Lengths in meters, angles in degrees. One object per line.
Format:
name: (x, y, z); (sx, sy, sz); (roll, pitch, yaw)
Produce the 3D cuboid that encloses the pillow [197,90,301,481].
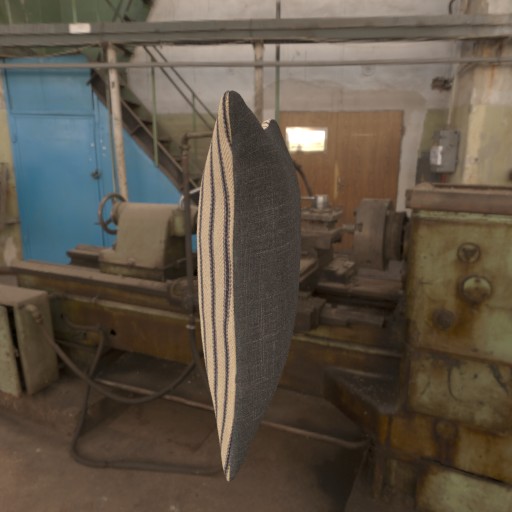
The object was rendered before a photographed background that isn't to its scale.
pillow: (0.000, 0.000, 0.701); (0.138, 0.444, 0.468); (2, 14, 7)
